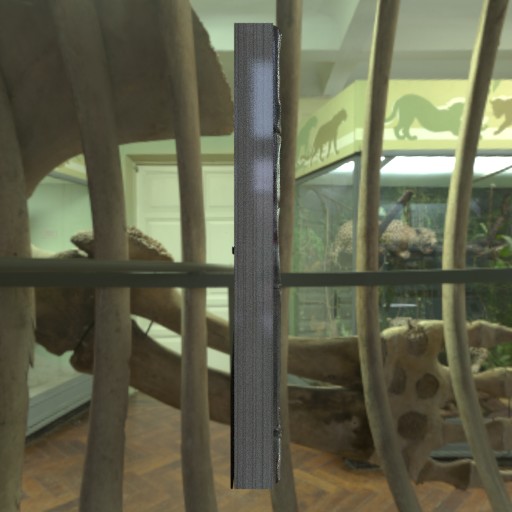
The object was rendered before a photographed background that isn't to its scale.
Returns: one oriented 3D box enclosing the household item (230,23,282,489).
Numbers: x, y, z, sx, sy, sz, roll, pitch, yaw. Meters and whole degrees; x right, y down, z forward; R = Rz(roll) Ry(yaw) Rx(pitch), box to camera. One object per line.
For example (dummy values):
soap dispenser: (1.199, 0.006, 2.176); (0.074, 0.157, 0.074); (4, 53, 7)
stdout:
household item: (0.000, 0.000, 0.287); (0.025, 0.216, 0.165); (0, 0, 0)
